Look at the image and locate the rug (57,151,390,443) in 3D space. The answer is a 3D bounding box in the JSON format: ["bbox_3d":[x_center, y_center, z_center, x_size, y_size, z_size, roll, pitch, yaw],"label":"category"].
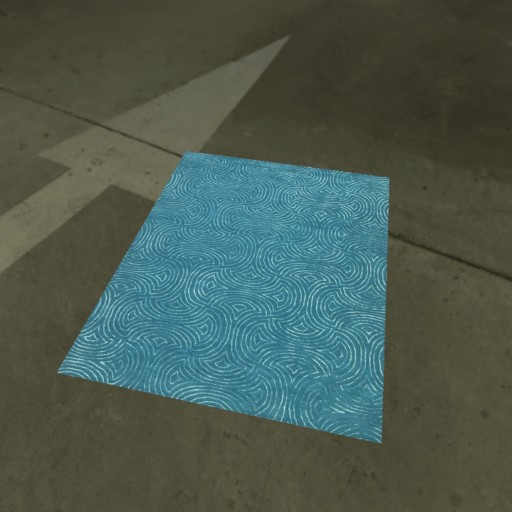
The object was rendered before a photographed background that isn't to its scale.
[{"bbox_3d":[0.000,0.000,4.209,2.432,0.012,3.033,9,48,9],"label":"rug"}]
